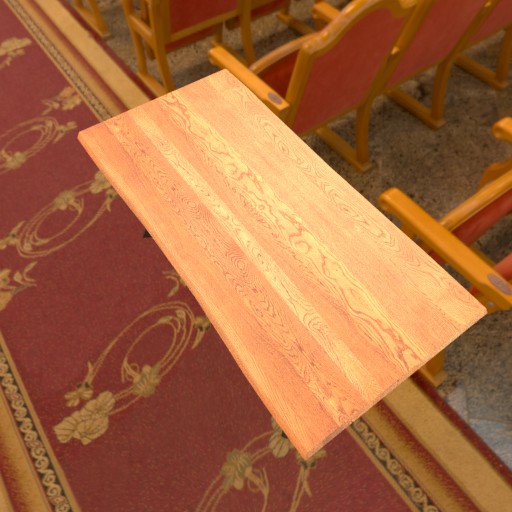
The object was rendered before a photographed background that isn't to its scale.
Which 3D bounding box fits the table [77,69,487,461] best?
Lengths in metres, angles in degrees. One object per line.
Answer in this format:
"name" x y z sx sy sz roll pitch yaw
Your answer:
"table" 0.000 0.000 2.242 0.900 0.770 1.800 -31 63 -18
